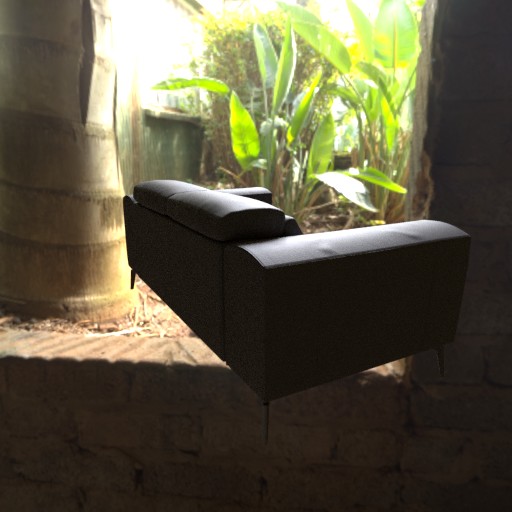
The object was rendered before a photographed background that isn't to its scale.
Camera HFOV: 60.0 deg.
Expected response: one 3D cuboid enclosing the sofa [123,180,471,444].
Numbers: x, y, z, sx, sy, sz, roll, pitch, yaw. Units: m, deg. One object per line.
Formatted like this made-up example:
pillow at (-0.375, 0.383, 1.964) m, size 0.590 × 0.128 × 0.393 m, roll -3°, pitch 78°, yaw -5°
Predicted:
sofa at (0.000, 0.000, 2.415) m, size 1.003 × 0.779 × 1.895 m, roll -8°, pitch 17°, yaw -28°
